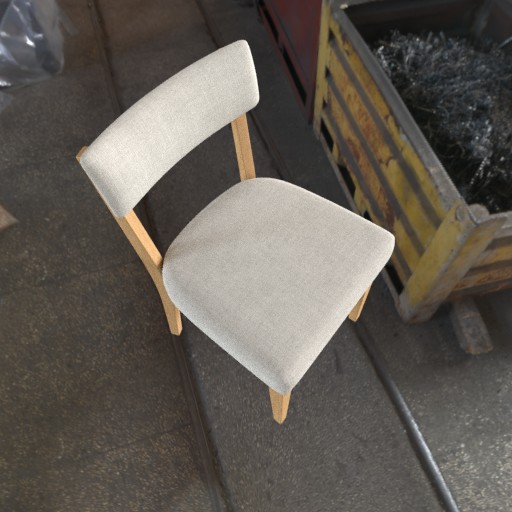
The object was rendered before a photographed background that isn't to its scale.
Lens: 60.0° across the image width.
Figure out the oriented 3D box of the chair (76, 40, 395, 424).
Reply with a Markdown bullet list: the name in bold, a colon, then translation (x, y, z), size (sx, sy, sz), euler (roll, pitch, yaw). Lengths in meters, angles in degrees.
- **chair**: translation (0.000, 0.000, 1.187), size (0.572, 0.832, 0.508), euler (34, 64, 19)
